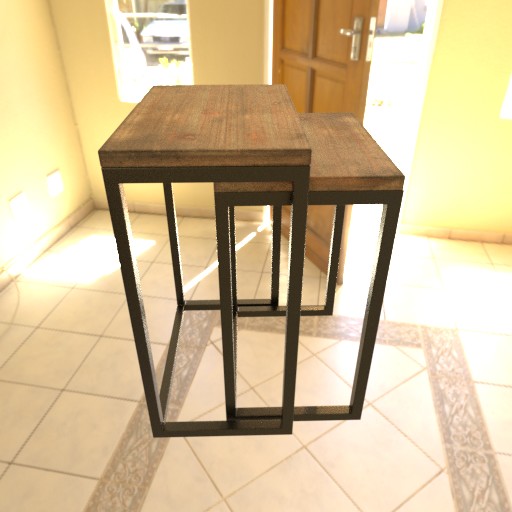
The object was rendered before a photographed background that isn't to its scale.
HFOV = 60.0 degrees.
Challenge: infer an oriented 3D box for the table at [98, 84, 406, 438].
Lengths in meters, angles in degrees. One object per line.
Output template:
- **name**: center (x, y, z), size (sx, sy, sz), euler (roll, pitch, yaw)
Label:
- **table**: center (0.000, 0.000, 0.952), size (0.460, 0.615, 0.456), euler (0, 32, 1)
